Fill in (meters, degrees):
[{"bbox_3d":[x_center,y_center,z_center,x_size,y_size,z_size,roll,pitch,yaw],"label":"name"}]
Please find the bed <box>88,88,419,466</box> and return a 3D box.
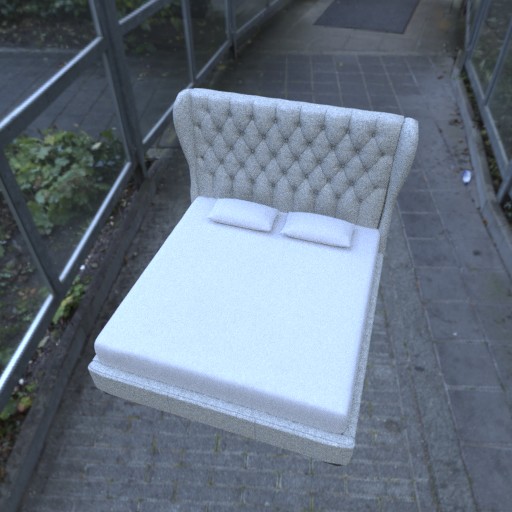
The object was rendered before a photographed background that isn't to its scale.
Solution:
[{"bbox_3d":[0.000,0.000,3.765,2.219,1.771,2.347,12,44,13],"label":"bed"}]
